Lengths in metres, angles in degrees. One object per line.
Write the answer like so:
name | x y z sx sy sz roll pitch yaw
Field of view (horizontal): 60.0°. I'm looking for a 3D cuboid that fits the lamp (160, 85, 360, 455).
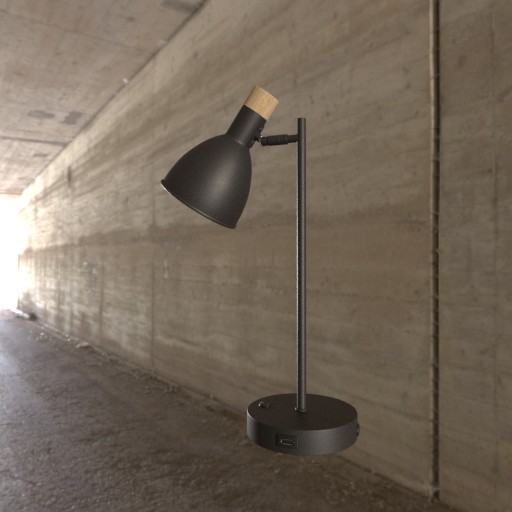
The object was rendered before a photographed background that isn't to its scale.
lamp | 0.000 0.000 0.631 0.287 0.483 0.152 0 -1 19
